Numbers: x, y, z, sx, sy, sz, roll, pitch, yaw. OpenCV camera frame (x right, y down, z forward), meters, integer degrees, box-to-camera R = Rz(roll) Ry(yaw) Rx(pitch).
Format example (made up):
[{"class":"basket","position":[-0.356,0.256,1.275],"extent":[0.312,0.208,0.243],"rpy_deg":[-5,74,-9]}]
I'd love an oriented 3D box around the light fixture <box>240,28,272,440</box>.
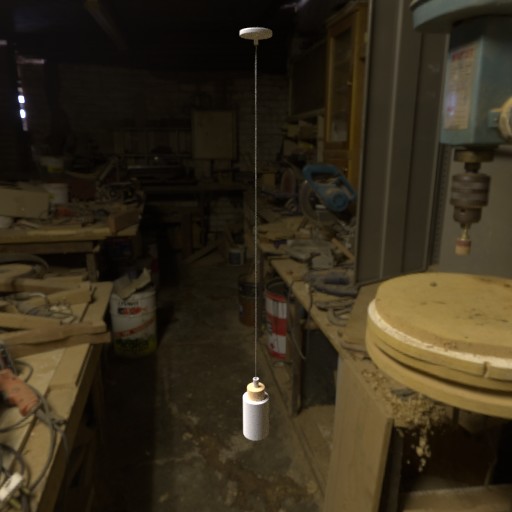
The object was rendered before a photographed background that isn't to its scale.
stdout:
[{"class":"light fixture","position":[0.000,0.000,1.948],"extent":[0.125,1.798,0.125],"rpy_deg":[-3,15,-10]}]
